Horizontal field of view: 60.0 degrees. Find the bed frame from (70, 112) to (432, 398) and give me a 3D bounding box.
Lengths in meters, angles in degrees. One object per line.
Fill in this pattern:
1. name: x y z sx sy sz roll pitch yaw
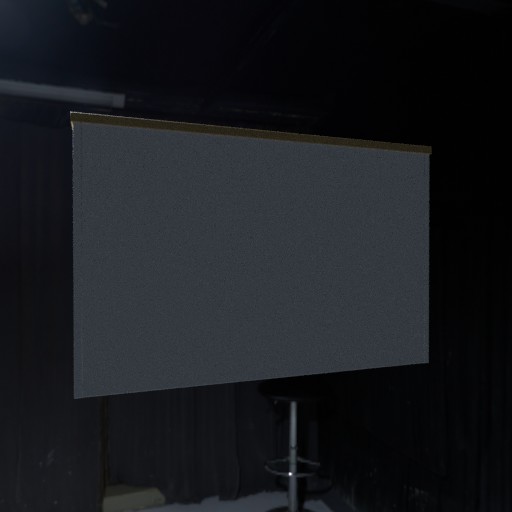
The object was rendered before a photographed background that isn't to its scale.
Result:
1. bed frame: 0.000 0.000 1.717 1.300 0.850 0.430 0 1 -19
